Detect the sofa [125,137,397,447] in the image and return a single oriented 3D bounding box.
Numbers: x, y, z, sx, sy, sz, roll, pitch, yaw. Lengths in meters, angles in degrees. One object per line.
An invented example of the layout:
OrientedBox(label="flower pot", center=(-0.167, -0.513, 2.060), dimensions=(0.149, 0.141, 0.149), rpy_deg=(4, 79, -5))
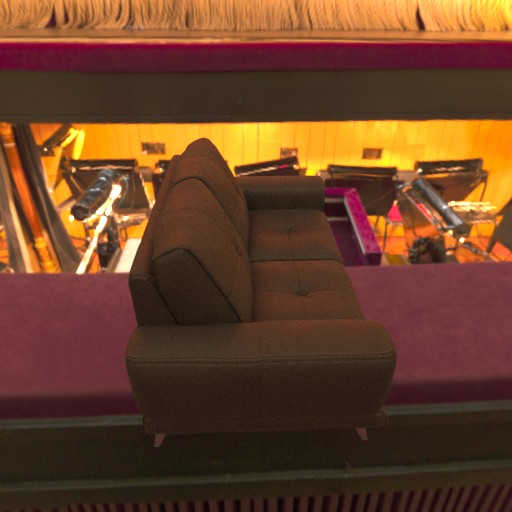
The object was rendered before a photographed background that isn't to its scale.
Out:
OrientedBox(label="sofa", center=(0.000, 0.000, 2.382), dimensions=(1.018, 0.907, 1.806), rpy_deg=(-1, 32, -2))
